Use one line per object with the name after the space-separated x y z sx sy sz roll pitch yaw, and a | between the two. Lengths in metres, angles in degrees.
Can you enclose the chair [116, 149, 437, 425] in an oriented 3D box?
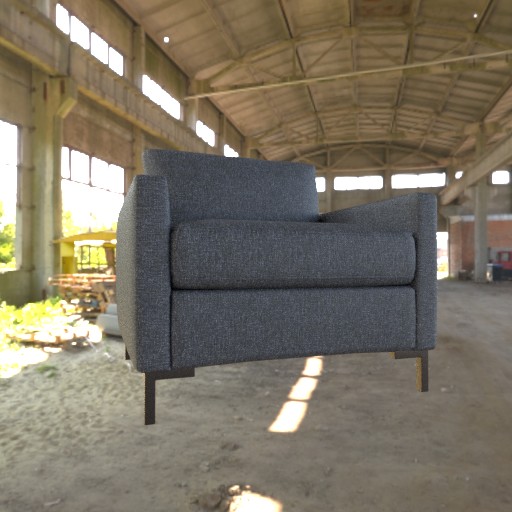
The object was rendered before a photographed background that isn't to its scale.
0.000 0.000 1.633 0.963 0.861 0.866 0 -1 -20 | chair
